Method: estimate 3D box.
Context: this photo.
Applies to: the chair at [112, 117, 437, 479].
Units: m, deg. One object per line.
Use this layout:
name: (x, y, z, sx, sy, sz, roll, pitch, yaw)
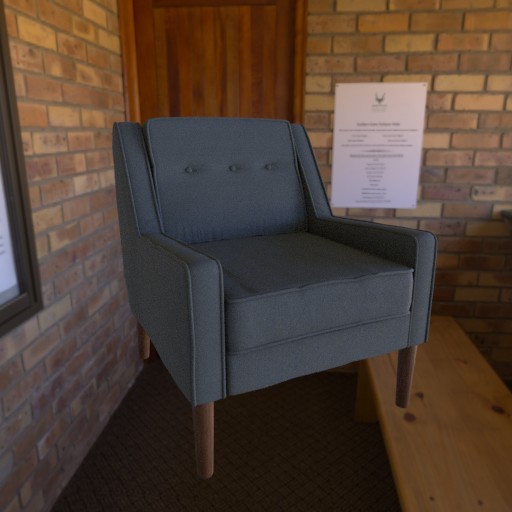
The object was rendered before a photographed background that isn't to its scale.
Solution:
chair: (0.000, 0.000, 1.277, 0.663, 0.780, 0.733, -8, 17, -25)
